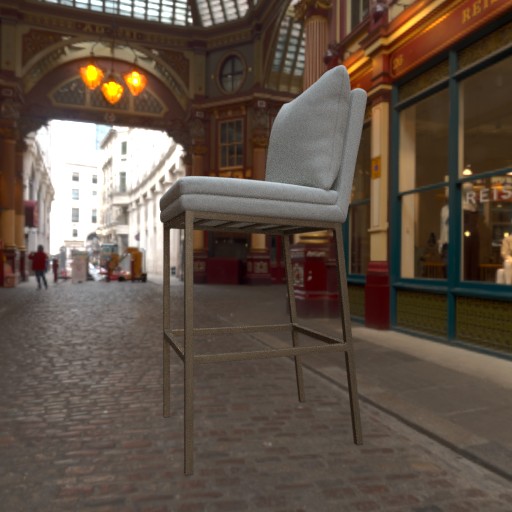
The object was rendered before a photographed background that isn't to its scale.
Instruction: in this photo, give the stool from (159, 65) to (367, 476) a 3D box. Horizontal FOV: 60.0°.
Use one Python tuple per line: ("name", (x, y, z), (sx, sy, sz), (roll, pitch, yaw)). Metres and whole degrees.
("stool", (0.000, 0.000, 1.437), (0.572, 1.125, 0.463), (0, 0, -19))
